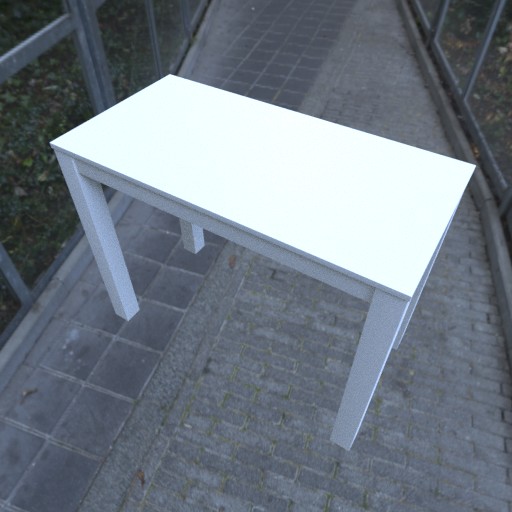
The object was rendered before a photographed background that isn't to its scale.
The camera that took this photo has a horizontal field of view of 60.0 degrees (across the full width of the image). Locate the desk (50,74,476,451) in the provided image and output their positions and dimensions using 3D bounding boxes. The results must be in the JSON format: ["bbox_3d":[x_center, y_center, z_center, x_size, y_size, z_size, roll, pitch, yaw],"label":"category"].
[{"bbox_3d":[0.000,0.000,1.421,0.990,0.762,0.497,24,51,22],"label":"desk"}]
